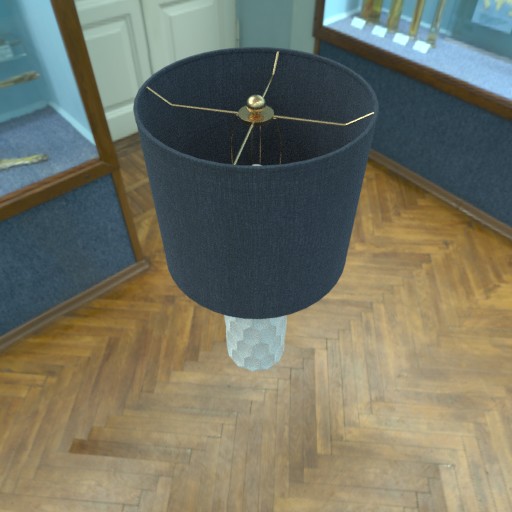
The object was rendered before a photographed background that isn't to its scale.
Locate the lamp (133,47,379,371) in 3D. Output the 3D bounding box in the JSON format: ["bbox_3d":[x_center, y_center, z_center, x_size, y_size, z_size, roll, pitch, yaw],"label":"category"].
[{"bbox_3d":[0.000,0.000,0.703,0.277,0.537,0.277,-30,54,-25],"label":"lamp"}]
